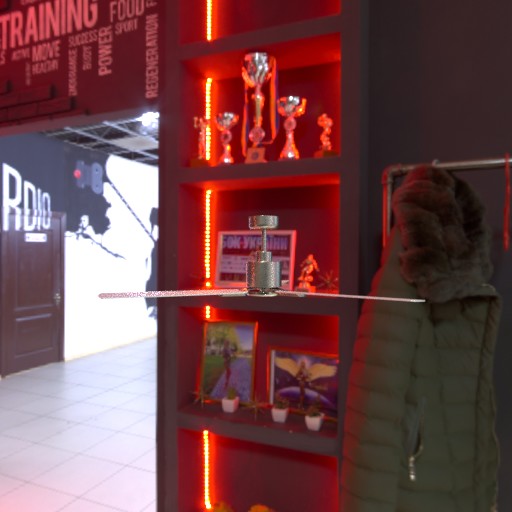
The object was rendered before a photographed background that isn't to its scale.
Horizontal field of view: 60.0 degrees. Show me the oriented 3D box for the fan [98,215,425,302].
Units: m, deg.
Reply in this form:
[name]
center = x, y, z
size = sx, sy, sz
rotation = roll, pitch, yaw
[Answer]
[fan]
center = 0.000, 0.000, 2.408
size = 1.531, 0.446, 1.561
rotation = 0, 0, -34
